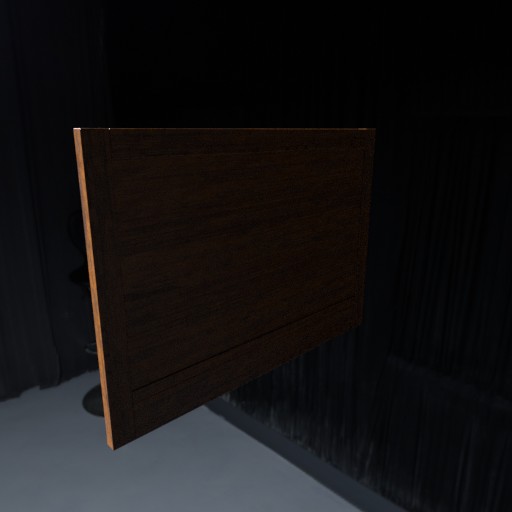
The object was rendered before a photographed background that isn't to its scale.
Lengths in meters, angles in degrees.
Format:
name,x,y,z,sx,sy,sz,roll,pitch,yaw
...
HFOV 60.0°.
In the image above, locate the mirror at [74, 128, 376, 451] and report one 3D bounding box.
name,x,y,z,sx,sy,sz,roll,pitch,yaw
mirror,0.000,0.000,0.972,0.758,0.537,0.084,-15,21,-42
